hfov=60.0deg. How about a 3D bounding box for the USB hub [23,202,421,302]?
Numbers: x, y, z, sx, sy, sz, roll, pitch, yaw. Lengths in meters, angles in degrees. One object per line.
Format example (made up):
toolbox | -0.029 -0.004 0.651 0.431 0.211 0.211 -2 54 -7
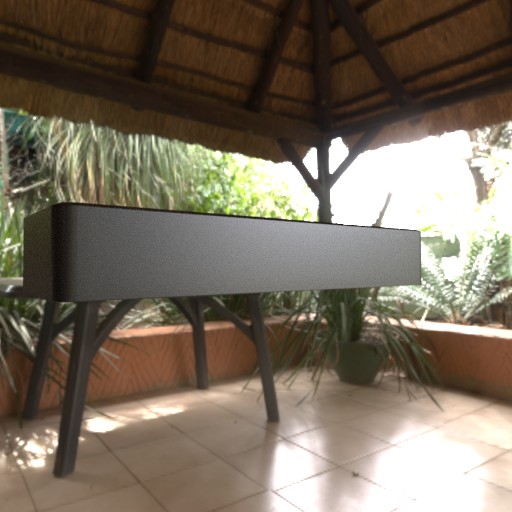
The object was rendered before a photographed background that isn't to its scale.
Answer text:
USB hub | 0.000 0.000 0.160 0.145 0.023 0.044 1 -1 -37
